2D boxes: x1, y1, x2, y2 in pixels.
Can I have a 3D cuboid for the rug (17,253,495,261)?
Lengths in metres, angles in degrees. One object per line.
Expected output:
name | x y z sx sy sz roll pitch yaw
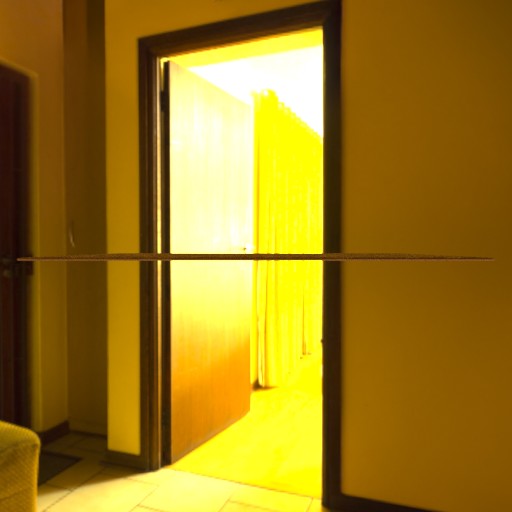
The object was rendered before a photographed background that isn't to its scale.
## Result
rug | 0.000 0.000 2.291 1.824 0.012 1.206 0 1 1
